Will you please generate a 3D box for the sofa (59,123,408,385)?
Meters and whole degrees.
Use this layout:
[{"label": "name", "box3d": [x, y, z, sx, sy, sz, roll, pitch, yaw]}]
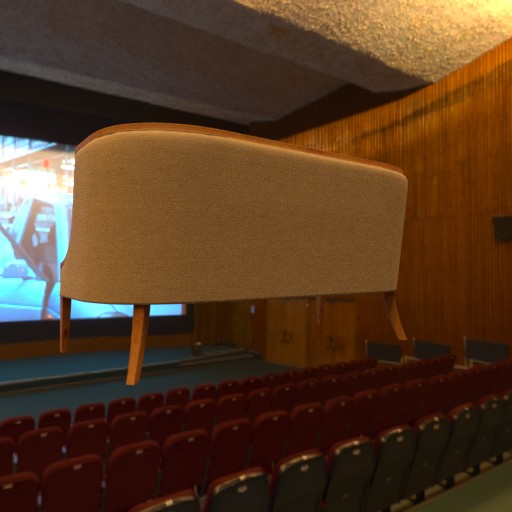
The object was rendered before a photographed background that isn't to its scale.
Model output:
[{"label": "sofa", "box3d": [0.000, 0.000, 1.924, 1.474, 0.775, 0.770, 1, -1, -36]}]
